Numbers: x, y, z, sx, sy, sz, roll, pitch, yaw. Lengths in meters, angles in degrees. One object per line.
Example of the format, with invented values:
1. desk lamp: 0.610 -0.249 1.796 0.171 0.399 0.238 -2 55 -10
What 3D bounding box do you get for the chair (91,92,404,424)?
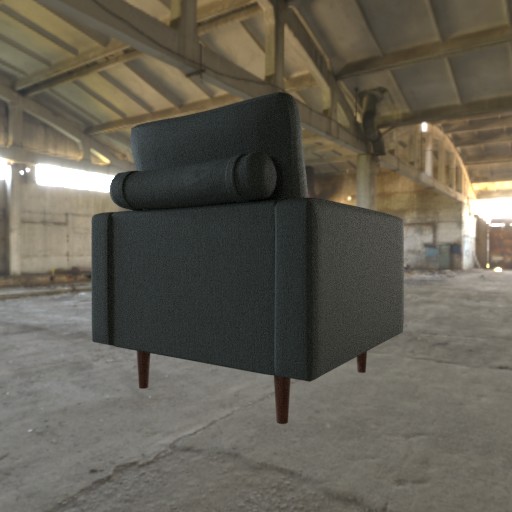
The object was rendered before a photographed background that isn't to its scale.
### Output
1. chair: 0.000 0.000 1.559 0.821 0.880 0.843 0 1 34
